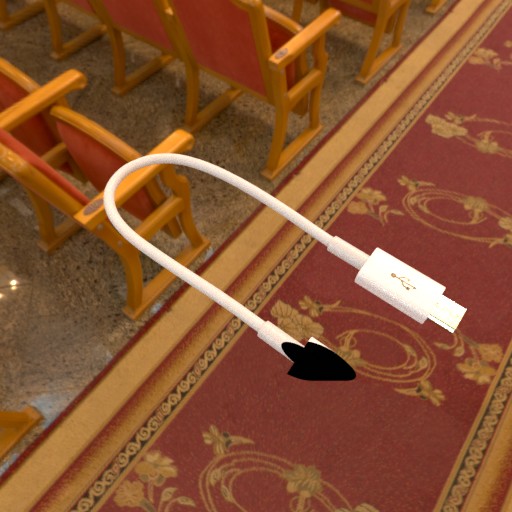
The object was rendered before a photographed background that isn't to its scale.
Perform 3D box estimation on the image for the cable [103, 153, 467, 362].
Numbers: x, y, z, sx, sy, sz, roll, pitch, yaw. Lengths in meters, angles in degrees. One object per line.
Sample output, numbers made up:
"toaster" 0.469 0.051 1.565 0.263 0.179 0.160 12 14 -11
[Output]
"cable" 0.000 0.000 0.114 0.098 0.006 0.040 33 65 18
